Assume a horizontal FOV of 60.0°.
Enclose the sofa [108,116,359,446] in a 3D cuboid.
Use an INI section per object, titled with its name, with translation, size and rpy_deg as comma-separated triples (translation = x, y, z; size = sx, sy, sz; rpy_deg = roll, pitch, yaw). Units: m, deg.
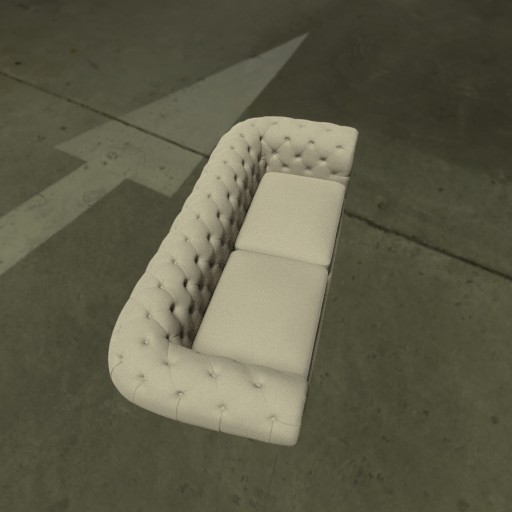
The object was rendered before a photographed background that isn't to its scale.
[sofa]
translation = 0.000, 0.000, 2.847
size = 0.991, 0.749, 2.411
rpy_deg = 11, 48, 10
